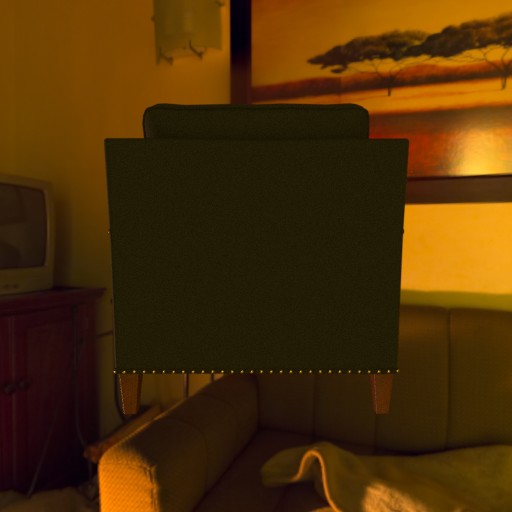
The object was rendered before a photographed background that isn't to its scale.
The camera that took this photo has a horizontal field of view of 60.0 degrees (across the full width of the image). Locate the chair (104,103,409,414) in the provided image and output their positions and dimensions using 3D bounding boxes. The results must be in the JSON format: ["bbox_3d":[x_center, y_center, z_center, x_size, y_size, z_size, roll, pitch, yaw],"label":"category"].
[{"bbox_3d":[0.000,0.000,1.722,0.853,0.943,1.014,0,1,0],"label":"chair"}]
